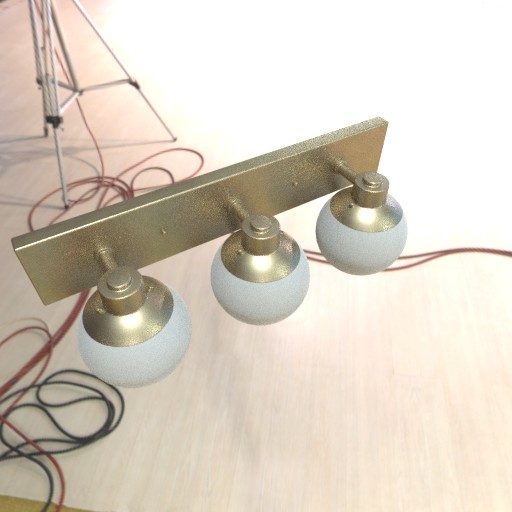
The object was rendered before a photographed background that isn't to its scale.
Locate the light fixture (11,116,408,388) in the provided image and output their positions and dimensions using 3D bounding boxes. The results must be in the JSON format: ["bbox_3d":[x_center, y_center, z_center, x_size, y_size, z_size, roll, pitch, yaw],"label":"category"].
[{"bbox_3d":[0.000,0.000,0.816,0.721,0.263,0.218,-23,50,-21],"label":"light fixture"}]
